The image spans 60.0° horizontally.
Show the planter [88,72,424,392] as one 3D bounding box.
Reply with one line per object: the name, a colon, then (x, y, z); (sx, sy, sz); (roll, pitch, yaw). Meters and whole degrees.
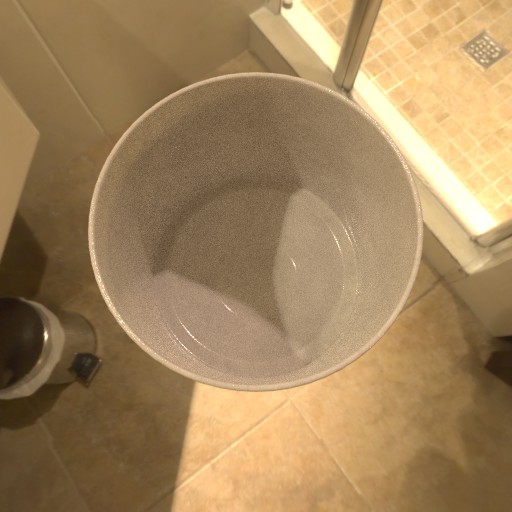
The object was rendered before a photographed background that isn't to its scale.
planter: (0.000, 0.000, 0.446); (0.250, 0.239, 0.250); (0, 76, 0)
